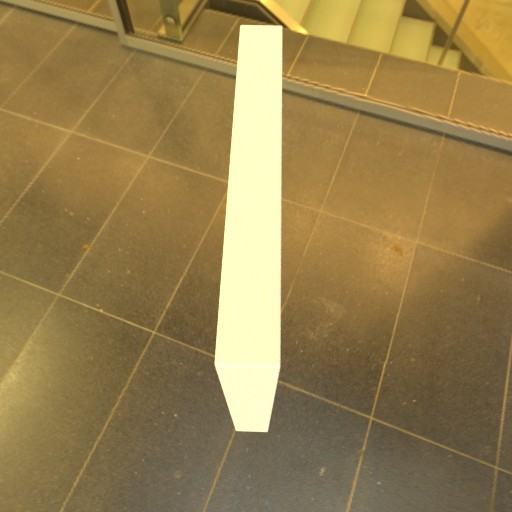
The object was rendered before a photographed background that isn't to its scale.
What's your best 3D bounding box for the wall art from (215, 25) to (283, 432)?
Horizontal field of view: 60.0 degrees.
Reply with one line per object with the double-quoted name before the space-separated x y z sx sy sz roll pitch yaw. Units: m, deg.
"wall art" 0.000 0.000 0.457 0.038 0.305 0.305 2 62 1
